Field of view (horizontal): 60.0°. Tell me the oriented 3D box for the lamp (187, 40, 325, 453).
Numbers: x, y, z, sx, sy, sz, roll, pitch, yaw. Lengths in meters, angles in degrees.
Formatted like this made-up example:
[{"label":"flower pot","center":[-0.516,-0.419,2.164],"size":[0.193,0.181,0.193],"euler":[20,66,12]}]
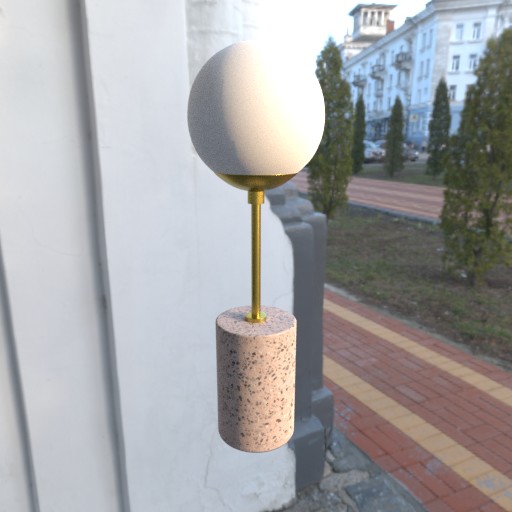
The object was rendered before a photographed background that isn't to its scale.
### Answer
[{"label":"lamp","center":[0.000,0.000,0.540],"size":[0.153,0.480,0.153],"euler":[0,14,0]}]
